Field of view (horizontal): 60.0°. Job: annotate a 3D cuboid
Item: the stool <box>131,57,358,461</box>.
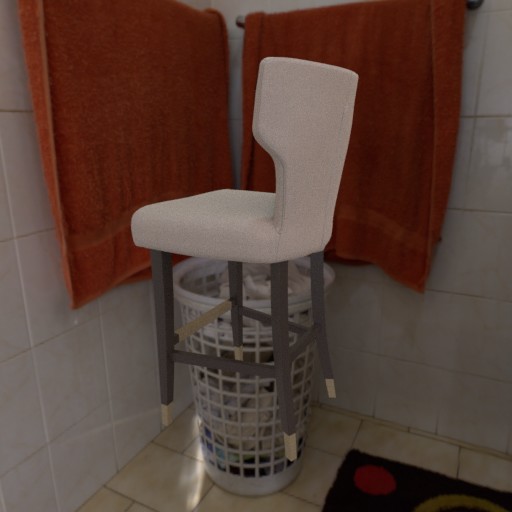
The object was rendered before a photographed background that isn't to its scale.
[{"bbox_3d":[0.000,0.000,1.410,0.563,1.092,0.526,9,18,28],"label":"stool"}]
